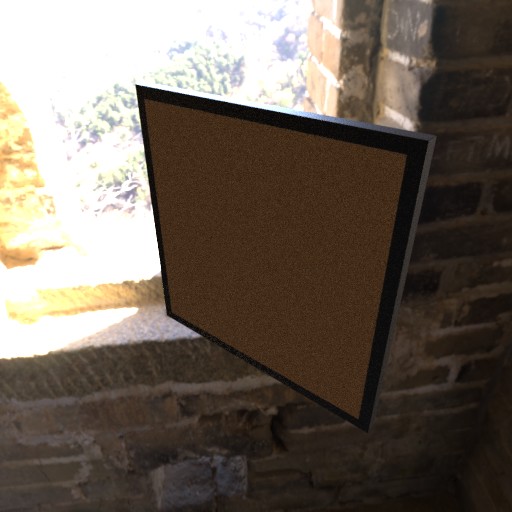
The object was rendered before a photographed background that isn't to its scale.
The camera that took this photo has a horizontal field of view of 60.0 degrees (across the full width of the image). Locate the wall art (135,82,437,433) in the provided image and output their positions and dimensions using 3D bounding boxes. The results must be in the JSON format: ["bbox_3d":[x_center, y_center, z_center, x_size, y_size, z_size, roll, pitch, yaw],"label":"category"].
[{"bbox_3d":[0.000,0.000,1.155,0.765,0.765,0.038,23,38,32],"label":"wall art"}]
